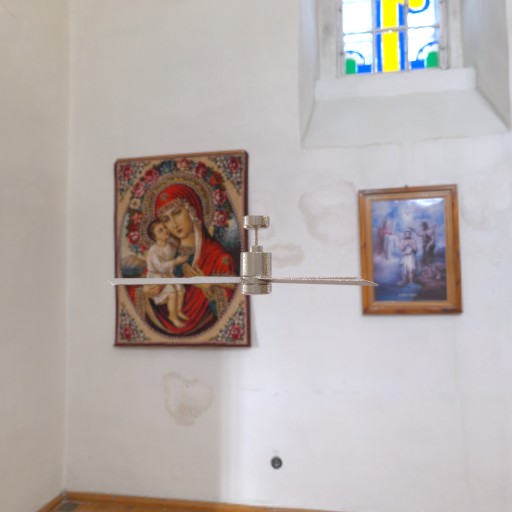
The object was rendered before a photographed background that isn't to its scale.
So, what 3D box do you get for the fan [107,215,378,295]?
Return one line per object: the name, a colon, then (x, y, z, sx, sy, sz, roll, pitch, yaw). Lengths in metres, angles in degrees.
fan: (0.000, 0.000, 2.013, 1.322, 0.355, 1.322, 2, -3, -35)
